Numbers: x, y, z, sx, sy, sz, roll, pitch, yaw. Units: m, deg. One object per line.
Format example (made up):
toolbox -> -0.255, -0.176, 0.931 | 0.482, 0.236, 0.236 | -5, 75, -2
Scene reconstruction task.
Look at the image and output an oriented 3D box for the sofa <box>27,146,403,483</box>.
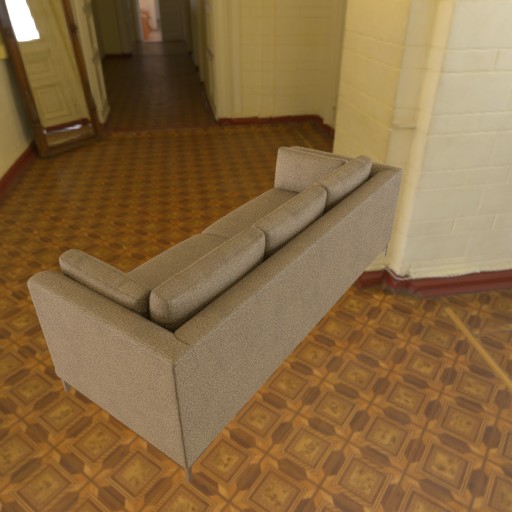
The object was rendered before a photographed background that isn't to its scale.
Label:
sofa -> 0.000, 0.000, 2.829 | 0.969, 0.867, 2.415 | 20, 37, 29
